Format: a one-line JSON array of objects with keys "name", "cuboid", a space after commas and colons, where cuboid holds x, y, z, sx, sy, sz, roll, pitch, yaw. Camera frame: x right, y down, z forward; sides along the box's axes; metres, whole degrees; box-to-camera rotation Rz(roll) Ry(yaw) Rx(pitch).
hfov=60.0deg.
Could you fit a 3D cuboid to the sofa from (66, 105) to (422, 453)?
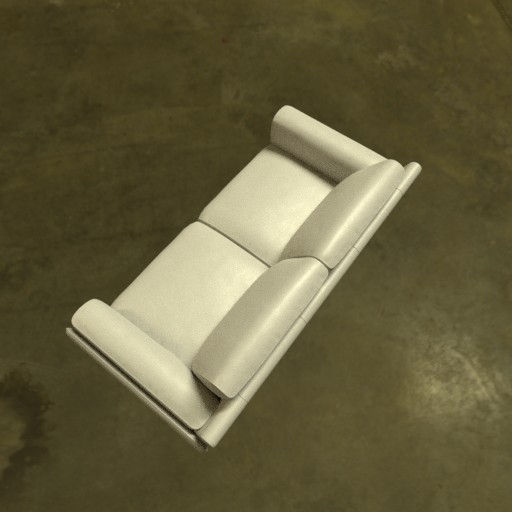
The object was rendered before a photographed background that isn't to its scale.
[{"name": "sofa", "cuboid": [0.000, 0.000, 2.736, 1.049, 0.930, 2.101, 34, 68, 16]}]
